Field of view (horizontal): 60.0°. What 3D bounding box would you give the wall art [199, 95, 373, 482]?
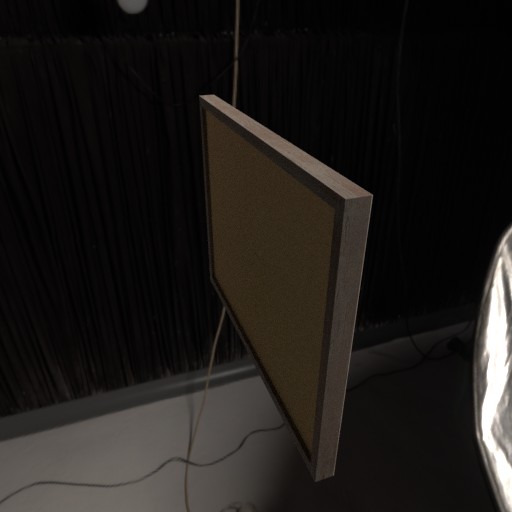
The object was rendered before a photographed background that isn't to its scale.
[{"bbox_3d":[0.000,0.000,1.769,0.070,1.009,1.320,-10,31,-18],"label":"wall art"}]
